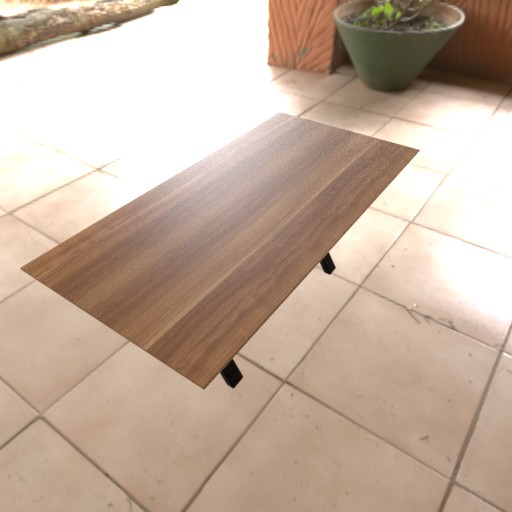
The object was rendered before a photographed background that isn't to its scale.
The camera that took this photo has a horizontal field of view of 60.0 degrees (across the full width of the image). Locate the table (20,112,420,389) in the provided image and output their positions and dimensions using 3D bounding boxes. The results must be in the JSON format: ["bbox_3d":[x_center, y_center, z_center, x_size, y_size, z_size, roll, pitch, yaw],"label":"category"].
[{"bbox_3d":[0.000,0.000,2.500,1.000,0.770,2.000,24,46,26],"label":"table"}]
